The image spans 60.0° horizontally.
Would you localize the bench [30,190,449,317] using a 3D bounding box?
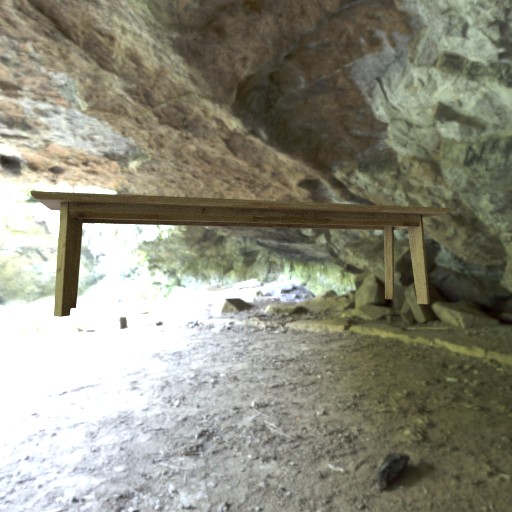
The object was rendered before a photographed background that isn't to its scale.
[{"bbox_3d":[0.000,0.000,1.910,1.698,0.431,0.378,0,0,-17],"label":"bench"}]
